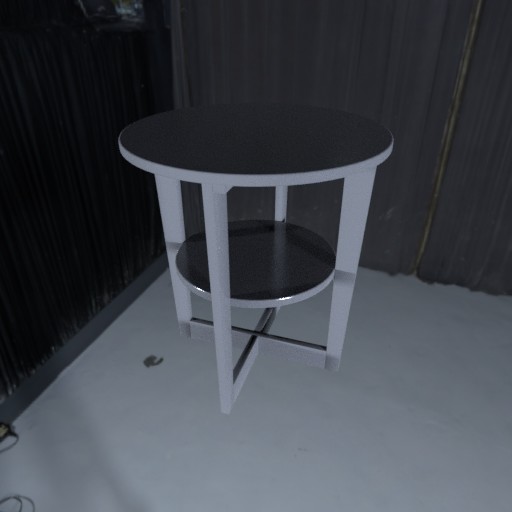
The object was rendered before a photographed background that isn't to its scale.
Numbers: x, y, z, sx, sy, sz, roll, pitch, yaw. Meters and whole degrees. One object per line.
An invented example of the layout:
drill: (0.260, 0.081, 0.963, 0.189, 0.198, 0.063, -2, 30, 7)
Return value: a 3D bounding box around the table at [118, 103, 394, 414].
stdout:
table: (0.000, 0.000, 0.971, 0.500, 0.550, 0.500, 0, 30, 0)
